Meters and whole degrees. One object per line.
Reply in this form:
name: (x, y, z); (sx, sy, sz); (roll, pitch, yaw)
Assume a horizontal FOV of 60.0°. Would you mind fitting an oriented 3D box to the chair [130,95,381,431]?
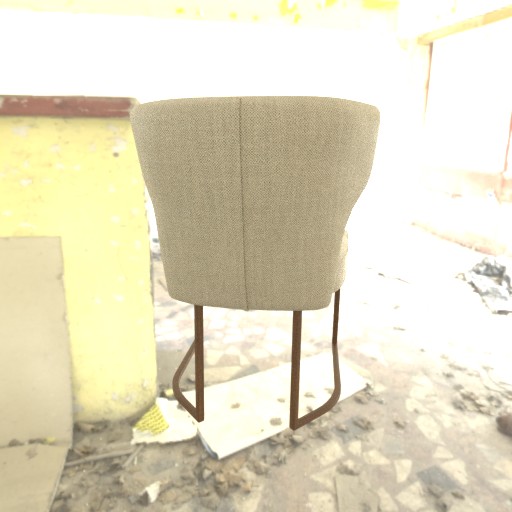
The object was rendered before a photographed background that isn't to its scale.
chair: (0.000, 0.000, 1.254); (0.611, 0.824, 0.617); (2, 16, 7)
